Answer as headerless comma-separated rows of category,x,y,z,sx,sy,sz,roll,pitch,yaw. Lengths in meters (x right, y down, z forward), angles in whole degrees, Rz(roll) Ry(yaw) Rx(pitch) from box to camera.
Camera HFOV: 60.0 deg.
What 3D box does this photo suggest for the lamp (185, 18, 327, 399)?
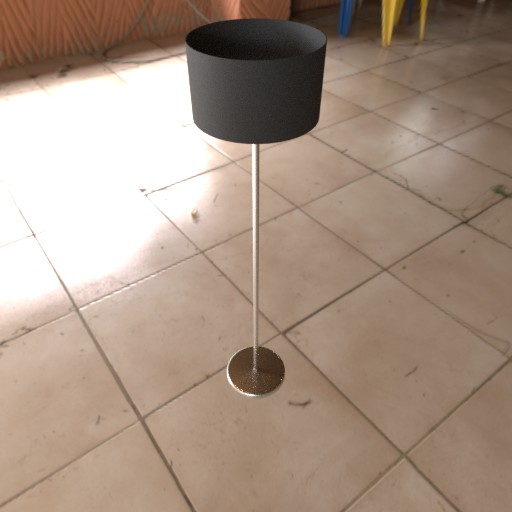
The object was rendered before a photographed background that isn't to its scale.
lamp,0.000,0.000,1.571,0.348,1.443,0.348,-27,48,-27
